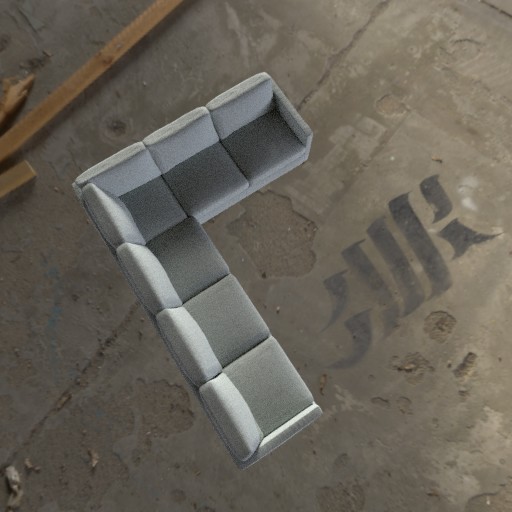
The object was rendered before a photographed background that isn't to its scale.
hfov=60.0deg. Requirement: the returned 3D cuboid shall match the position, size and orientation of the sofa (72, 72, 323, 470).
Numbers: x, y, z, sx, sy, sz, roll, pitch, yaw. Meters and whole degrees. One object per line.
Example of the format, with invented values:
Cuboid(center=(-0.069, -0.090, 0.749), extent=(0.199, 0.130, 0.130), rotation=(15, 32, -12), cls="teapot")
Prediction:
Cuboid(center=(0.000, 0.000, 4.684), extent=(2.522, 0.934, 3.333), rotation=(-32, 78, -8), cls="sofa")
